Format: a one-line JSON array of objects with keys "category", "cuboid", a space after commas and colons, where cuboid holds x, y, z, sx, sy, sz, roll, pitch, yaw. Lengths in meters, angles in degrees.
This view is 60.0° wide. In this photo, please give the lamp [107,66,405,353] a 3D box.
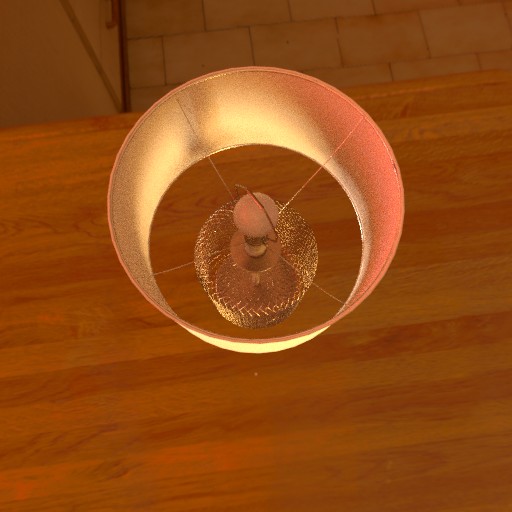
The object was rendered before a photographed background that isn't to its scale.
[{"category": "lamp", "cuboid": [0.000, 0.000, 0.805, 0.353, 0.578, 0.353, 0, 75, 0]}]
